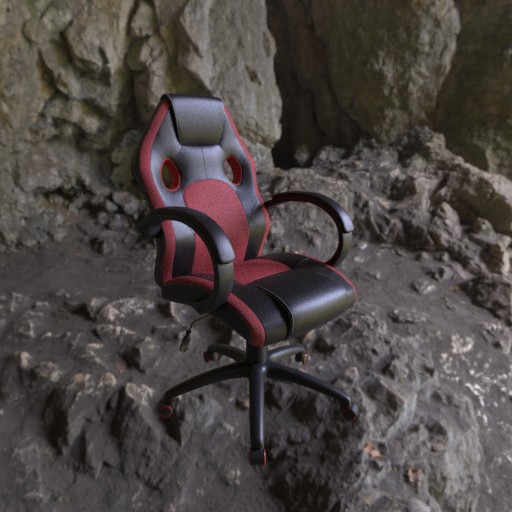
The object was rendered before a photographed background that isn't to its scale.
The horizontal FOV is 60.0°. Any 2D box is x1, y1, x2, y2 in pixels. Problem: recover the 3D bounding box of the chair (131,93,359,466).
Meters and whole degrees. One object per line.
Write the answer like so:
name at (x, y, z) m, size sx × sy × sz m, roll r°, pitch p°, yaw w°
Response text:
chair at (0.000, 0.000, 1.670) m, size 0.750 × 1.189 × 0.783 m, roll -14°, pitch 21°, yaw -42°
